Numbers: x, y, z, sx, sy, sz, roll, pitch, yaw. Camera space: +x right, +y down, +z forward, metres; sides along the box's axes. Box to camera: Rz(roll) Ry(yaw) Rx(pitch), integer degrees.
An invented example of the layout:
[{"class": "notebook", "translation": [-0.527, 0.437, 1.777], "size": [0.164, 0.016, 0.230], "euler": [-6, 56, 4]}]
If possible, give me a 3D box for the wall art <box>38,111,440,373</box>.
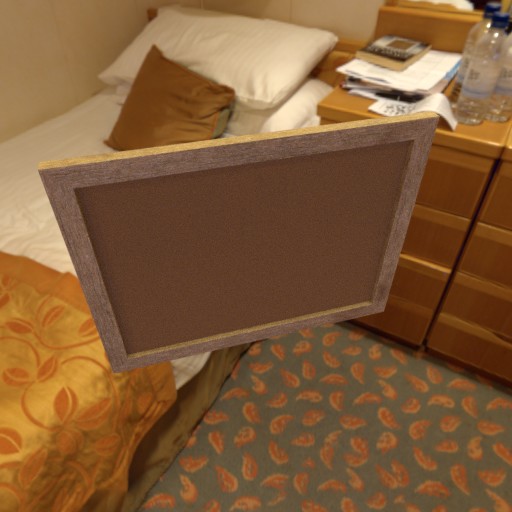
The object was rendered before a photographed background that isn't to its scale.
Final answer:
[{"class": "wall art", "translation": [0.000, 0.000, 0.924], "size": [0.690, 0.535, 0.026], "euler": [-11, 43, -12]}]
